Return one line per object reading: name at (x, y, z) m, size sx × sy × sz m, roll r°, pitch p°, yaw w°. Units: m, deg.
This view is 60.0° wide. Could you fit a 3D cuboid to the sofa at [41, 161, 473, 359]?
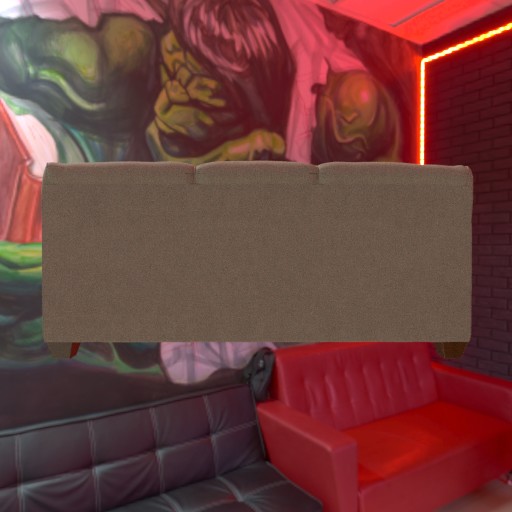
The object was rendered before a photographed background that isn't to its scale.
sofa at (0.000, 0.000, 2.537) m, size 2.024 × 0.958 × 0.997 m, roll 0°, pitch 1°, yaw 0°
